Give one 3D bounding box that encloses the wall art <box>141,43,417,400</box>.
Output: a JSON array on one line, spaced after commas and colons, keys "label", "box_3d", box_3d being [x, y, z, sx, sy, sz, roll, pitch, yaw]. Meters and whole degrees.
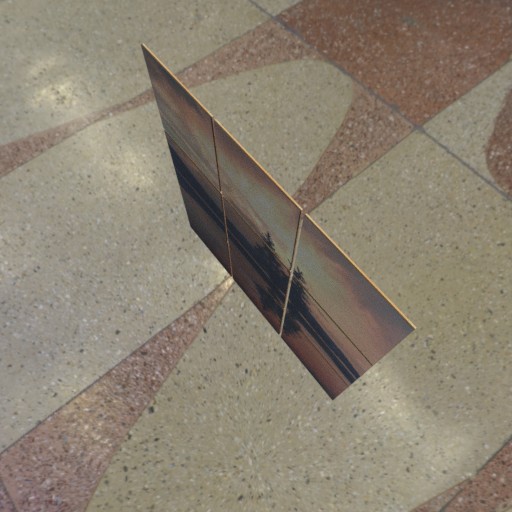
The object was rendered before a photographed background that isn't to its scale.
[{"label": "wall art", "box_3d": [0.000, 0.000, 2.244, 0.013, 1.525, 1.520, -35, 69, -15]}]
